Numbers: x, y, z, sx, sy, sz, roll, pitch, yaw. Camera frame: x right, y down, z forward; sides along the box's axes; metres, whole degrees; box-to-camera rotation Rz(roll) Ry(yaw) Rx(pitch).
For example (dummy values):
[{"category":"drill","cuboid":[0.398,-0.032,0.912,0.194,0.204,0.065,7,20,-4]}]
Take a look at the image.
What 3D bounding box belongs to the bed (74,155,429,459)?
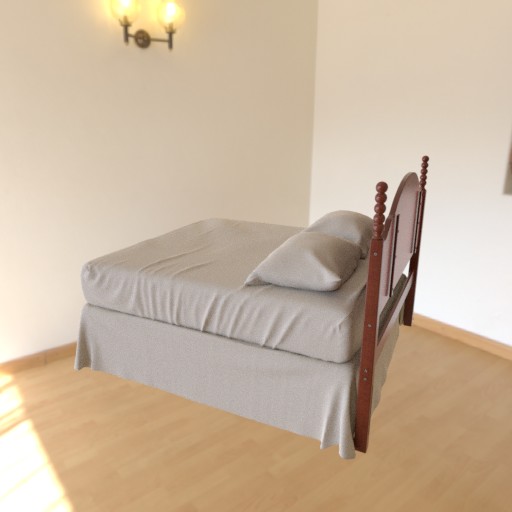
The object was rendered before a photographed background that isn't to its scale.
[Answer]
[{"category":"bed","cuboid":[0.000,0.000,3.155,2.040,1.356,1.873,8,19,25]}]
